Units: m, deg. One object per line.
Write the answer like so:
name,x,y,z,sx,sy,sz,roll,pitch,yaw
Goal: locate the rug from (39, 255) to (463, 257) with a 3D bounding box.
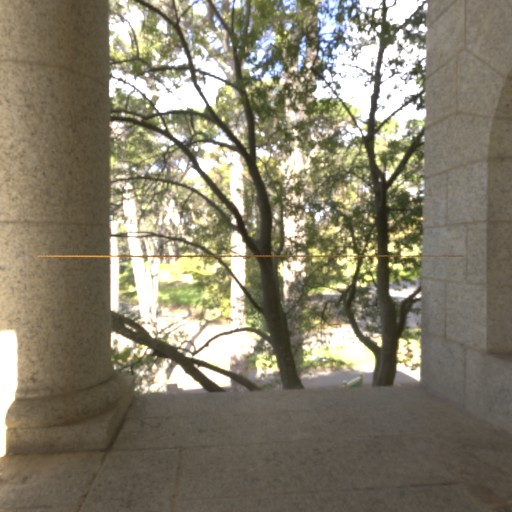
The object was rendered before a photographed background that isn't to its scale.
rug,0.000,0.000,2.898,2.336,0.007,1.525,0,0,-36
